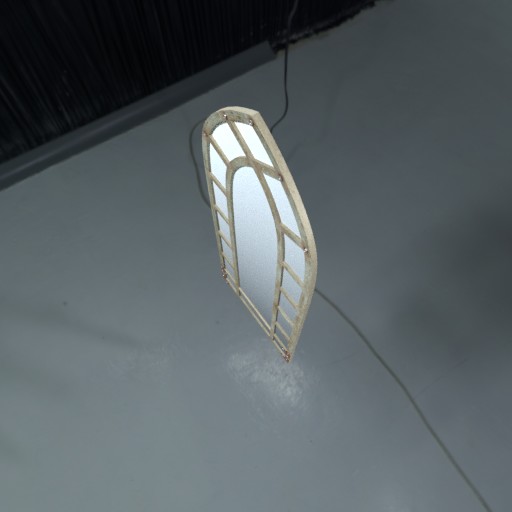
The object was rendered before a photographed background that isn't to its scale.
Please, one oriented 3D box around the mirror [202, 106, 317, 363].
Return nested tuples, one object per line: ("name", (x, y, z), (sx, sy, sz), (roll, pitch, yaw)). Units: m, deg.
("mirror", (0.000, 0.000, 1.318), (0.025, 1.175, 0.464), (-33, 69, -15))
